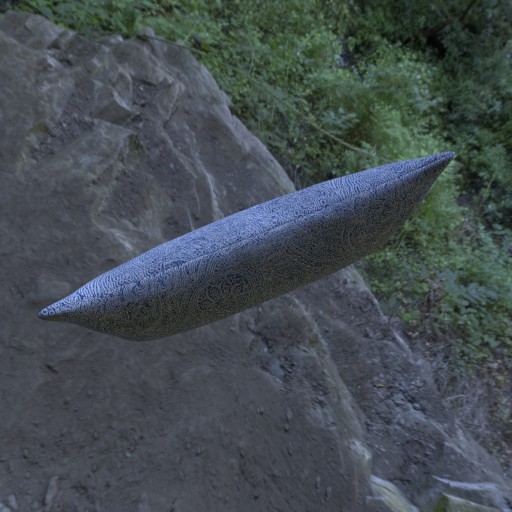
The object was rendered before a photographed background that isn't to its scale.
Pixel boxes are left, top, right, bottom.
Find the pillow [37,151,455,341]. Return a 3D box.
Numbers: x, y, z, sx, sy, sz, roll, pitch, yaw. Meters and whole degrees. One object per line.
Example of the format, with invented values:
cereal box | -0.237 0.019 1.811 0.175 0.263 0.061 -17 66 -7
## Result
pillow | 0.000 0.000 0.744 0.615 0.295 0.151 -22 77 -5
